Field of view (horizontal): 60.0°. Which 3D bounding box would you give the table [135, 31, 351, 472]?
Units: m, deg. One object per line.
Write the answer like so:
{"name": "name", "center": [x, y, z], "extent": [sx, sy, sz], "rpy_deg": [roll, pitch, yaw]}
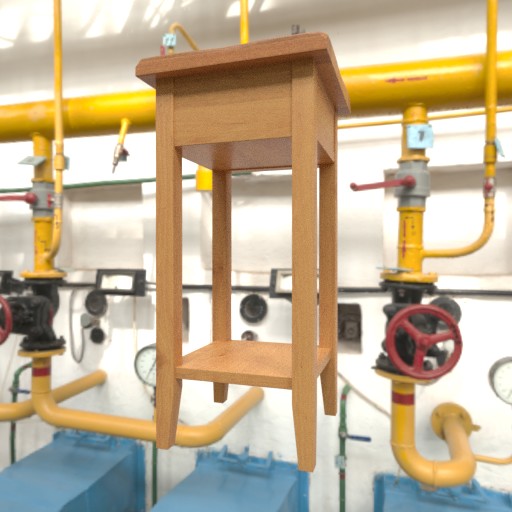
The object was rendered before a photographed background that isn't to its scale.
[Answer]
{"name": "table", "center": [0.000, 0.000, 0.949], "extent": [0.360, 0.740, 0.360], "rpy_deg": [0, 0, 18]}
